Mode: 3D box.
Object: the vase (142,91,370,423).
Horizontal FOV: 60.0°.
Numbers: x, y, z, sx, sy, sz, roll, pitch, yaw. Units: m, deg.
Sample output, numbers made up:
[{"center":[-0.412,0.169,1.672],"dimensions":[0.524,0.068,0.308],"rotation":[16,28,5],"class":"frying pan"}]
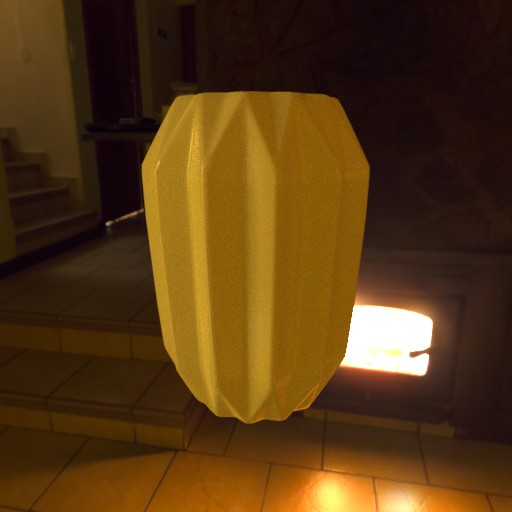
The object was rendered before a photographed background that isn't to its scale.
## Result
[{"center":[0.000,0.000,0.408],"dimensions":[0.195,0.275,0.195],"rotation":[0,15,0],"class":"vase"}]
